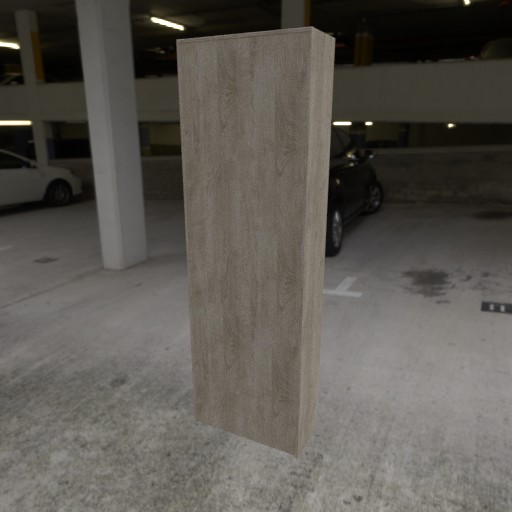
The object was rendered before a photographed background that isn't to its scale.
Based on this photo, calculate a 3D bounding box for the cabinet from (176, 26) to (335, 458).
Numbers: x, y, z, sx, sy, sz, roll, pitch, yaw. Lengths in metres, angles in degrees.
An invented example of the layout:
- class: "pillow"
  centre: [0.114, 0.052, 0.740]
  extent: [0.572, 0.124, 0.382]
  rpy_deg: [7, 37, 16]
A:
- class: "cabinet"
  centre: [0.000, 0.000, 1.834]
  extent: [0.520, 1.630, 0.250]
  rpy_deg: [9, 19, 26]
